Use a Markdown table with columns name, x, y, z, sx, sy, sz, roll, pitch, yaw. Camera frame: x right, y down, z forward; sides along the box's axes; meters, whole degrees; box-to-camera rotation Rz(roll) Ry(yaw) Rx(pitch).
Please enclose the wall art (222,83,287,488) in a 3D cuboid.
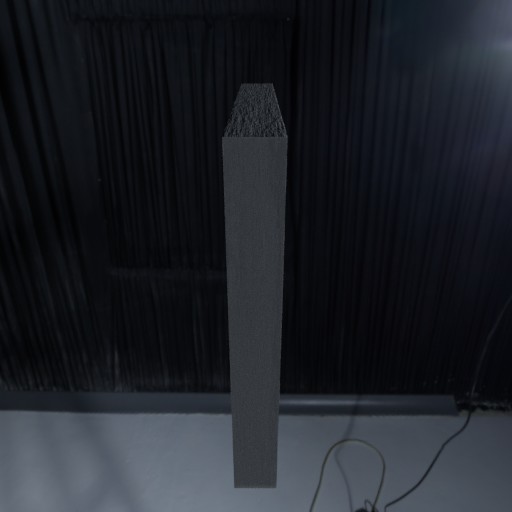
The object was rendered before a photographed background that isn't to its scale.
| name | x | y | z | sx | sy | sz | roll | pitch | yaw |
| --- | --- | --- | --- | --- | --- | --- | --- | --- | --- |
| wall art | 0.000 | 0.000 | 0.458 | 0.037 | 0.305 | 0.305 | 0 | 27 | 0 |
